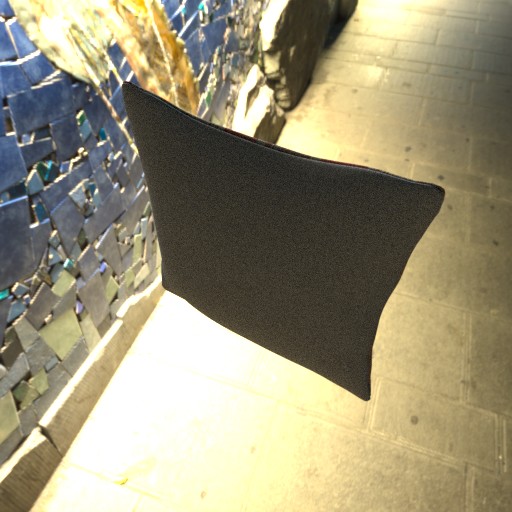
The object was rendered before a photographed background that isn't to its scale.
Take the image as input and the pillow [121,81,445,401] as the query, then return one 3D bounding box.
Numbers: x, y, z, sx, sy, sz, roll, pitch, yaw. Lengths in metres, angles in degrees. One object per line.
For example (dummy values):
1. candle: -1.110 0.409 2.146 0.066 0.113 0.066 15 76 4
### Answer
1. pillow: 0.000 0.000 0.647 0.437 0.419 0.136 25 50 23
